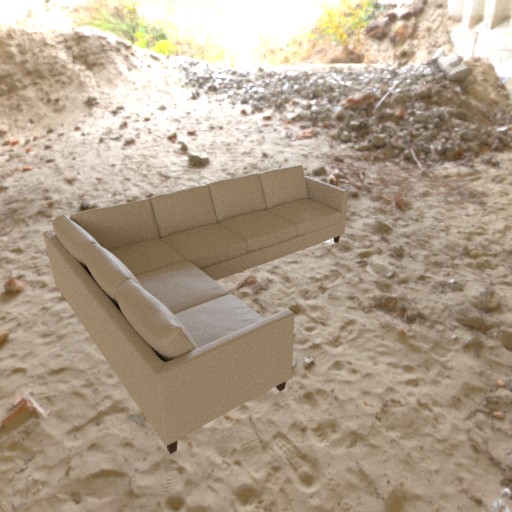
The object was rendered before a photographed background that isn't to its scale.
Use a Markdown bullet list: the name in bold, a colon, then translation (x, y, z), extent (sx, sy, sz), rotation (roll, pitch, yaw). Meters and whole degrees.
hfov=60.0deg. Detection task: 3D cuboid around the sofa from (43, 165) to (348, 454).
- **sofa**: translation (0.000, 0.000, 4.227), extent (3.182, 0.863, 2.432), rotation (-19, 33, -32)
